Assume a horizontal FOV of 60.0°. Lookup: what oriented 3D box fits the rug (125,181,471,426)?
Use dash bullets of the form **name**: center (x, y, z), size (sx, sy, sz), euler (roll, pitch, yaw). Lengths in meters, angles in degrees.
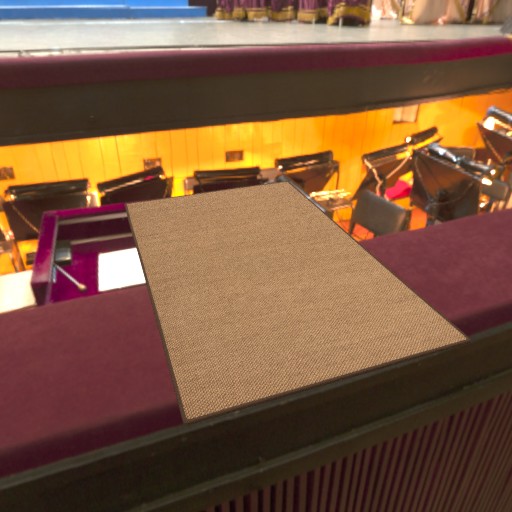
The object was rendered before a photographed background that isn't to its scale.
- **rug**: center (0.000, 0.000, 2.129), size (1.067, 0.013, 1.676), euler (-11, 33, -17)
